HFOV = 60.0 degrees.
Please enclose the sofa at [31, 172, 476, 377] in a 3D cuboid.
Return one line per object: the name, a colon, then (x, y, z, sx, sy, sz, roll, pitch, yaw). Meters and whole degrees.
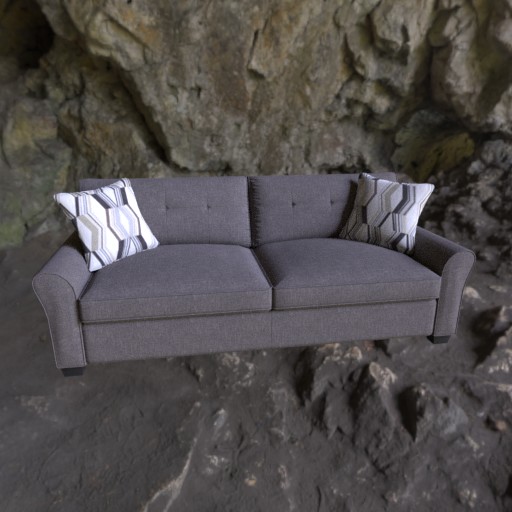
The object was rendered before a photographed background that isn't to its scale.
sofa: (0.000, 0.000, 2.410, 2.032, 0.813, 0.889, -3, 18, -9)
